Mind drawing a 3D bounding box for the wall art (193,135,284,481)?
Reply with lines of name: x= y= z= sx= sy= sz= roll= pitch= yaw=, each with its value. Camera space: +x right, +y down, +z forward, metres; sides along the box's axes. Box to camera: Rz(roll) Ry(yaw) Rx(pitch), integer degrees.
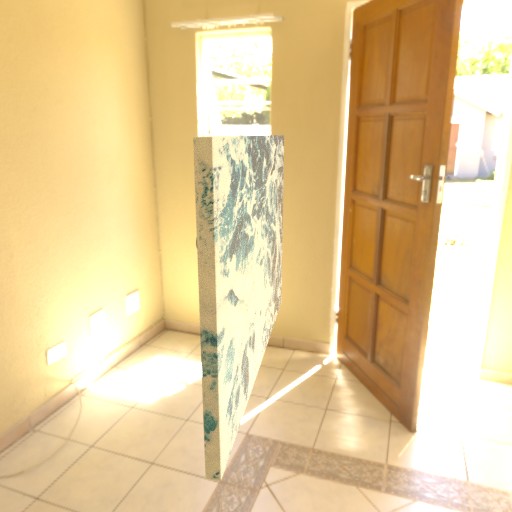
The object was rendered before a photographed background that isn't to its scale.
wall art: x=0.000 y=0.000 z=1.941 sx=0.055 sy=1.017 sz=1.524 roll=3 pitch=16 yaw=10
